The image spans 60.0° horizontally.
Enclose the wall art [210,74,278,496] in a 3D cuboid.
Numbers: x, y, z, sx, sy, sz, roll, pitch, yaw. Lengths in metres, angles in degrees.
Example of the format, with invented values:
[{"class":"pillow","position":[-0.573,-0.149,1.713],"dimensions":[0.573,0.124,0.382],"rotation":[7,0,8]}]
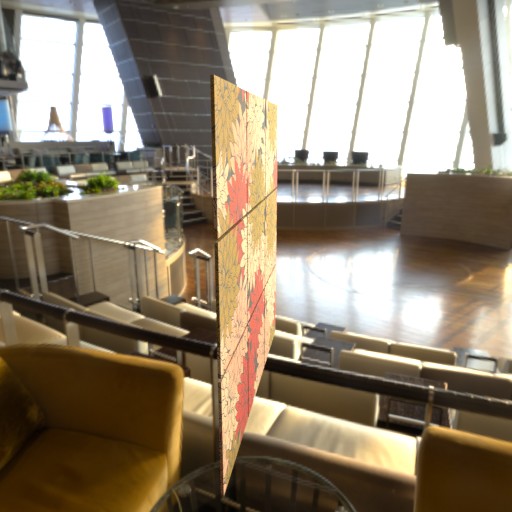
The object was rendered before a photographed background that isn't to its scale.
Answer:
[{"class":"wall art","position":[0.000,0.000,2.246],"dimensions":[0.013,1.534,1.519],"rotation":[3,16,10]}]
